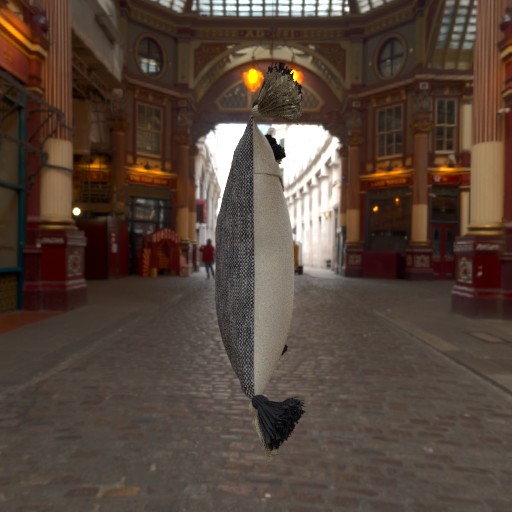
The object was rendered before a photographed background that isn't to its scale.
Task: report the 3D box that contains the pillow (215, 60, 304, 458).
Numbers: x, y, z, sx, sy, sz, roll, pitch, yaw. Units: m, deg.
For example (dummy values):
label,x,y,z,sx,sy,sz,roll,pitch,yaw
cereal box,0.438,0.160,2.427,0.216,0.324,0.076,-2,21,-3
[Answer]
label,x,y,z,sx,sy,sz,roll,pitch,yaw
pillow,0.000,0.000,0.974,0.170,0.659,0.654,0,1,1
